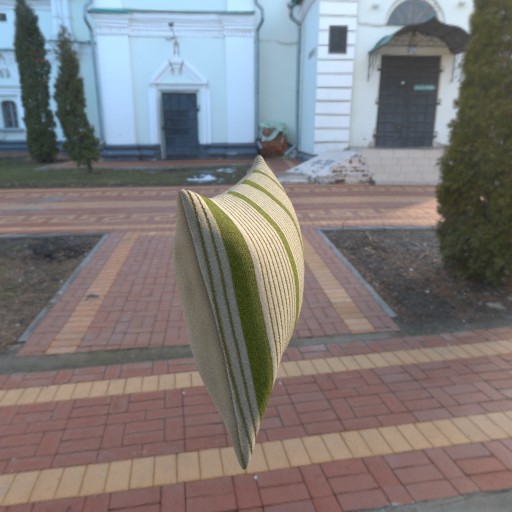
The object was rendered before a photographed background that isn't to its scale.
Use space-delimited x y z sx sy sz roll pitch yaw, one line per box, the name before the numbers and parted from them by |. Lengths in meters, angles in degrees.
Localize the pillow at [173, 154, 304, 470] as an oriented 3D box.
pillow | 0.000 0.000 0.714 0.156 0.292 0.608 2 16 7
